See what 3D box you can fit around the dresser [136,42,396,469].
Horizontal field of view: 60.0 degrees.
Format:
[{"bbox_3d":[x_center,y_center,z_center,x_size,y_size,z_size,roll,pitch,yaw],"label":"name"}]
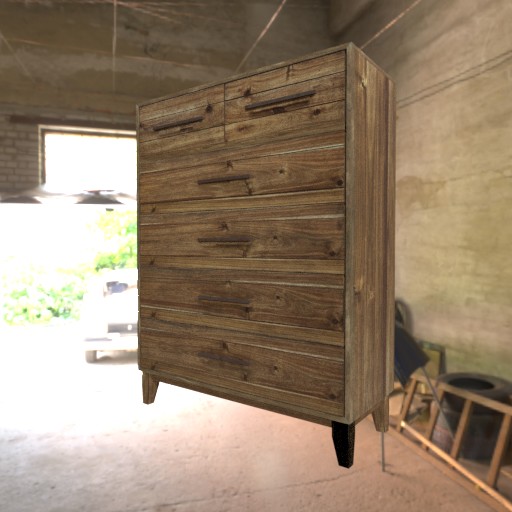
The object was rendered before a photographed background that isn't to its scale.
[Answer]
[{"bbox_3d":[0.000,0.000,1.915,1.062,1.393,0.442,1,2,36],"label":"dresser"}]
